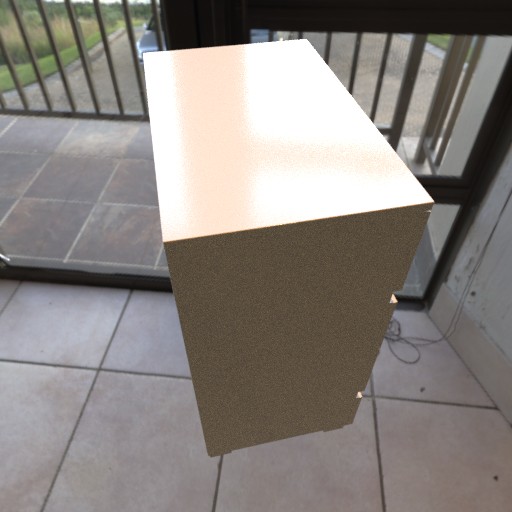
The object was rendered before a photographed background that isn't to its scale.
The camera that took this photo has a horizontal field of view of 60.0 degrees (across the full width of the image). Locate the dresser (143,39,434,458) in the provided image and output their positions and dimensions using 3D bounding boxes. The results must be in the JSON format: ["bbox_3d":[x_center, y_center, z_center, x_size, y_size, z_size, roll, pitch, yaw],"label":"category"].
[{"bbox_3d":[0.000,0.000,1.135,0.400,0.800,0.650,-9,47,-9],"label":"dresser"}]
